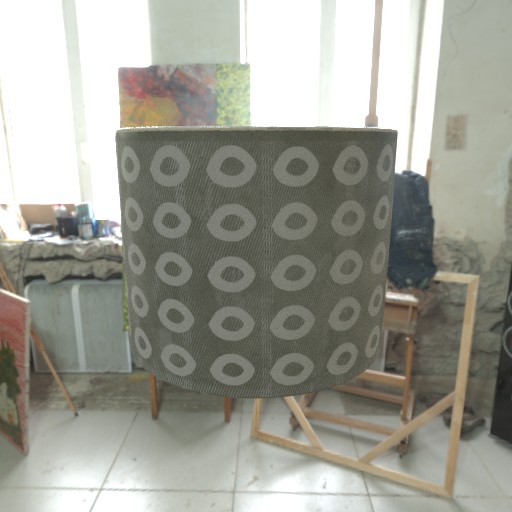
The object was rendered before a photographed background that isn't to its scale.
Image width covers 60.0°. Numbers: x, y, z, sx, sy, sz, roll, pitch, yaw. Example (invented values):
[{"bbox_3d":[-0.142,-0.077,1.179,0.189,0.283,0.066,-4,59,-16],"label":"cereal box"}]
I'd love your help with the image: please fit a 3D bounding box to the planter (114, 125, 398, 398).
[{"bbox_3d":[0.000,0.000,0.438,0.250,0.239,0.250,0,14,0],"label":"planter"}]
